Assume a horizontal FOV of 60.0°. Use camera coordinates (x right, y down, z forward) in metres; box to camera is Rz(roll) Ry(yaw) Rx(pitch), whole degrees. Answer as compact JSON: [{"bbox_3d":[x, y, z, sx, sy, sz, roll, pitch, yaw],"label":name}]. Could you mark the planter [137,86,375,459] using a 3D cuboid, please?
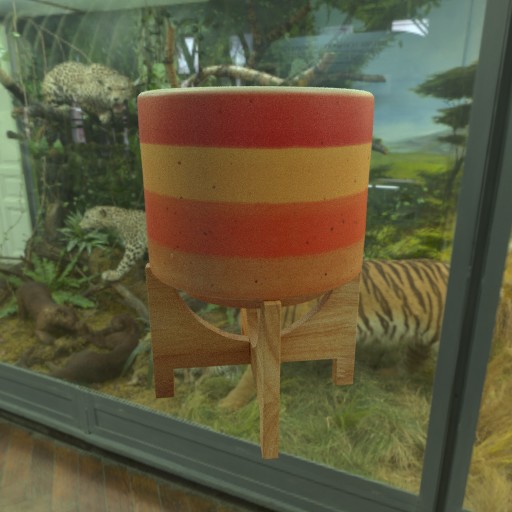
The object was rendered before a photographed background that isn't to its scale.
[{"bbox_3d":[0.000,0.000,0.551,0.269,0.379,0.269,0,17,0],"label":"planter"}]
